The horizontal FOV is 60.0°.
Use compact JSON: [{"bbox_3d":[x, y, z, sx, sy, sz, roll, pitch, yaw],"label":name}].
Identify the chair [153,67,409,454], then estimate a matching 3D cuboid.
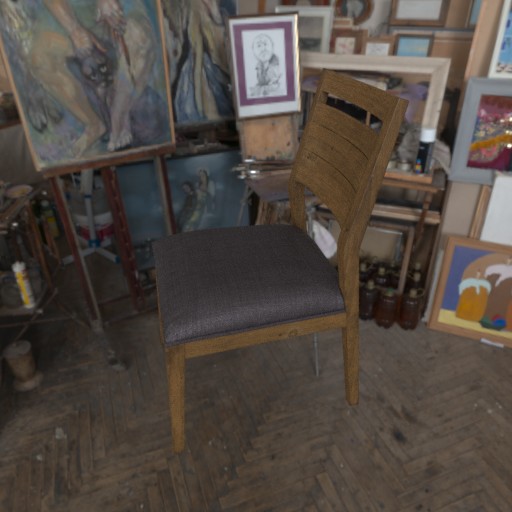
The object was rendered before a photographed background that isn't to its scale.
[{"bbox_3d":[0.000,0.000,1.286,0.610,0.939,0.501,-8,32,-12],"label":"chair"}]
